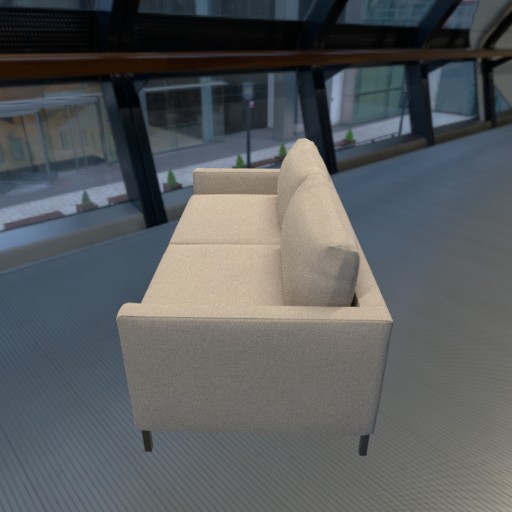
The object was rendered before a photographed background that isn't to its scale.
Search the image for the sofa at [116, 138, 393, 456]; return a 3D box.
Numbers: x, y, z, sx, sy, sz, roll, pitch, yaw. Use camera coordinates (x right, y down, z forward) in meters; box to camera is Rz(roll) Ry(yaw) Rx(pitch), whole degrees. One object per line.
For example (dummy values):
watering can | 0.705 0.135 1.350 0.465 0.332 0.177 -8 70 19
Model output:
sofa | 0.000 0.000 2.166 0.875 0.840 1.682 1 27 1
